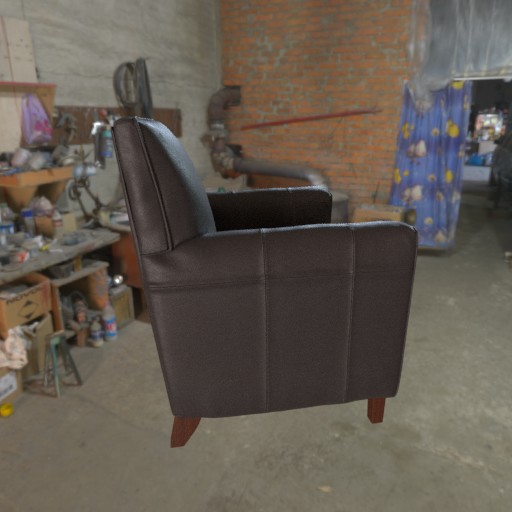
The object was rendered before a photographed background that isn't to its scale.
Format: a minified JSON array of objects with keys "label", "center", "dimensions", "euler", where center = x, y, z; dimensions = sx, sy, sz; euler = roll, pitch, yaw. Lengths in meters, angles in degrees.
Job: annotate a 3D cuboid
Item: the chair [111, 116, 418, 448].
[{"label":"chair","center":[0.000,0.000,1.586],"dimensions":[0.825,0.943,0.870],"euler":[-3,17,-9]}]
